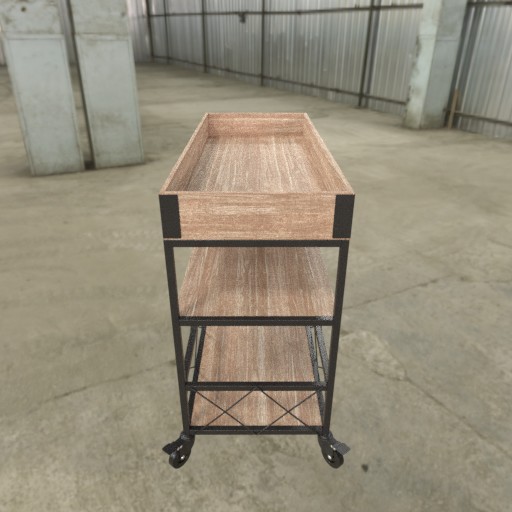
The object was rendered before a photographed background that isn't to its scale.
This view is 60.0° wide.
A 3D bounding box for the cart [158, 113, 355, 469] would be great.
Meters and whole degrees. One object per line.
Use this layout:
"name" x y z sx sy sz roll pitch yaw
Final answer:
"cart" 0.000 0.000 1.511 0.500 0.787 1.101 0 27 0
